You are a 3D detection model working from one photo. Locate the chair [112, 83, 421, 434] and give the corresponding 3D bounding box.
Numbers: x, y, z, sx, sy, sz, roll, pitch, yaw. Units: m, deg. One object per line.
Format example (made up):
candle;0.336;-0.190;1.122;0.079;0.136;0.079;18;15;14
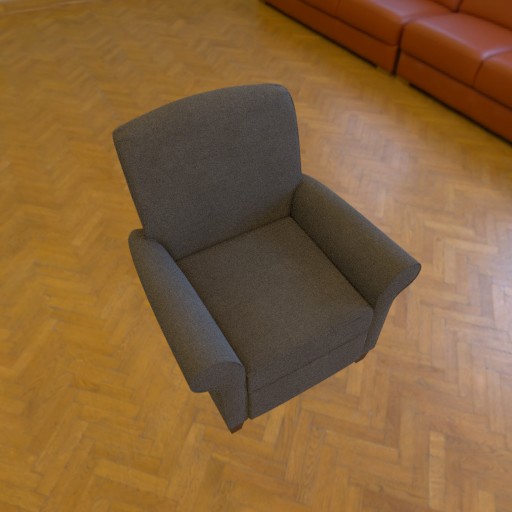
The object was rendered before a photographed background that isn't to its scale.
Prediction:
chair;0.000;0.000;1.845;0.978;1.061;0.905;-23;51;-20
